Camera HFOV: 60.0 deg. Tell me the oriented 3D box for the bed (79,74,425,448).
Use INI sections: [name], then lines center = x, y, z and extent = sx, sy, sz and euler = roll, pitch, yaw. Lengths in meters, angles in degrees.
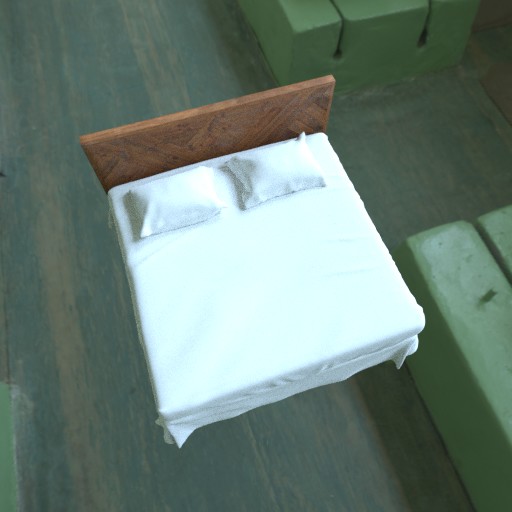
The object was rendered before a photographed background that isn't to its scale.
[bed]
center = 0.000, 0.000, 3.442
extent = 2.255, 1.158, 2.165
euler = -17, 64, -8
